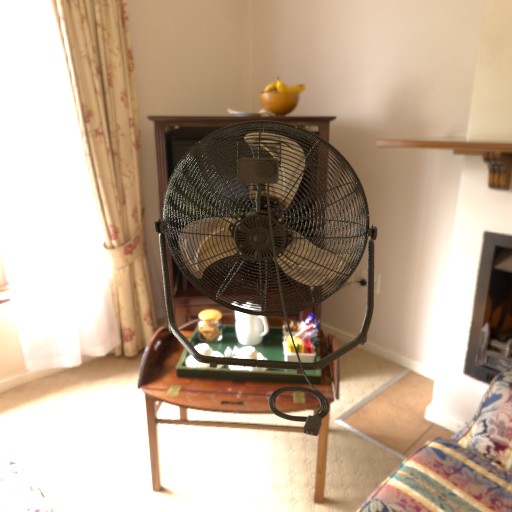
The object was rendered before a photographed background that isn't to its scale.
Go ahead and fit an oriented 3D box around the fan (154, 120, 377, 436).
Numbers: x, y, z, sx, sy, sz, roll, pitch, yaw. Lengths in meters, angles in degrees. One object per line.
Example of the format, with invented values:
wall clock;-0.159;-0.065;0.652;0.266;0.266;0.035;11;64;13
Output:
fan;0.000;0.000;0.928;0.555;0.546;0.424;2;16;7
